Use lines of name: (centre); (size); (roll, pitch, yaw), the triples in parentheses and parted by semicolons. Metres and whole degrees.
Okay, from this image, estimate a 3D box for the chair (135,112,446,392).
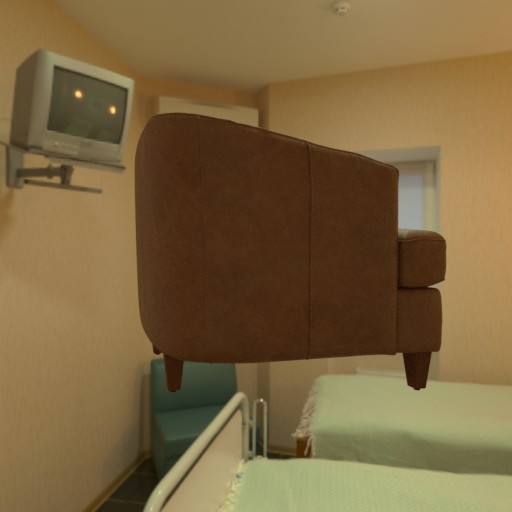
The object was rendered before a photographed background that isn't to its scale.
chair: (0.000, 0.000, 1.733); (0.911, 0.836, 1.119); (0, 0, -18)
